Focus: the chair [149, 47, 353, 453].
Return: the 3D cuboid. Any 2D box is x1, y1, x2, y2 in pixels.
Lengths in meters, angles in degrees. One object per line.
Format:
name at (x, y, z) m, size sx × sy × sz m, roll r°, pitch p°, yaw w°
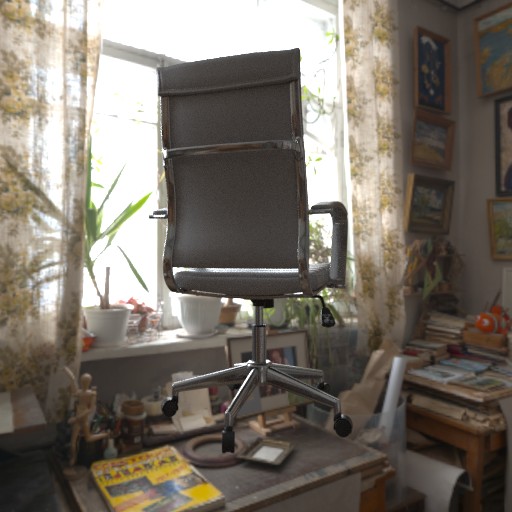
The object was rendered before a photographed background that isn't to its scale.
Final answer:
chair at (0.000, 0.000, 1.567) m, size 0.679 × 1.149 × 0.667 m, roll 0°, pitch 0°, yaw 17°
